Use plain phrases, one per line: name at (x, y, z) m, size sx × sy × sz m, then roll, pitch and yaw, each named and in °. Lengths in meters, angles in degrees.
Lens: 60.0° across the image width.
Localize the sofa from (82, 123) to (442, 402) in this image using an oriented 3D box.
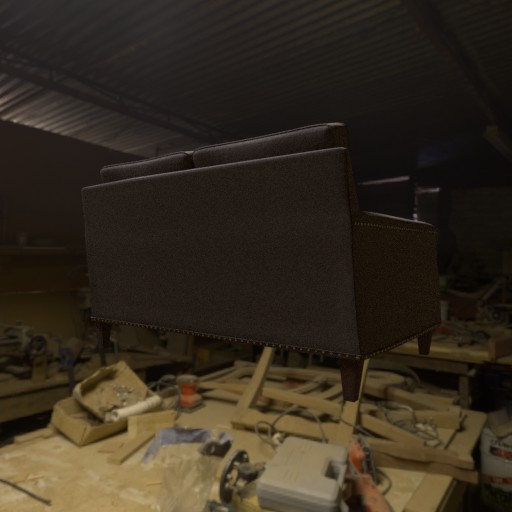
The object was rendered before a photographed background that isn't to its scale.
sofa at (0.000, 0.000, 2.301) m, size 1.597 × 1.003 × 1.084 m, roll 0°, pitch 0°, yaw 36°
